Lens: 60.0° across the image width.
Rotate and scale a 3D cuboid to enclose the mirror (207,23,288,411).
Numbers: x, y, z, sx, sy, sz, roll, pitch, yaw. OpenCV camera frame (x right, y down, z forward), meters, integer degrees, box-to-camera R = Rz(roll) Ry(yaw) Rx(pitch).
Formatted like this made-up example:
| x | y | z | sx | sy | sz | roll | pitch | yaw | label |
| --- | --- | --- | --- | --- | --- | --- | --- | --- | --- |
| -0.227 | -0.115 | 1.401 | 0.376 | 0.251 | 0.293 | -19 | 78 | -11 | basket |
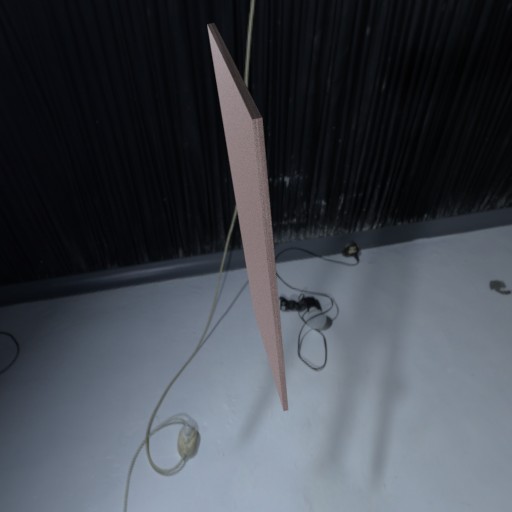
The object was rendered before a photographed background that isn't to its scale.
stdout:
| x | y | z | sx | sy | sz | roll | pitch | yaw | label |
| --- | --- | --- | --- | --- | --- | --- | --- | --- | --- |
| 0.000 | 0.000 | 2.314 | 0.221 | 2.020 | 0.812 | -10 | 47 | -9 | mirror |
